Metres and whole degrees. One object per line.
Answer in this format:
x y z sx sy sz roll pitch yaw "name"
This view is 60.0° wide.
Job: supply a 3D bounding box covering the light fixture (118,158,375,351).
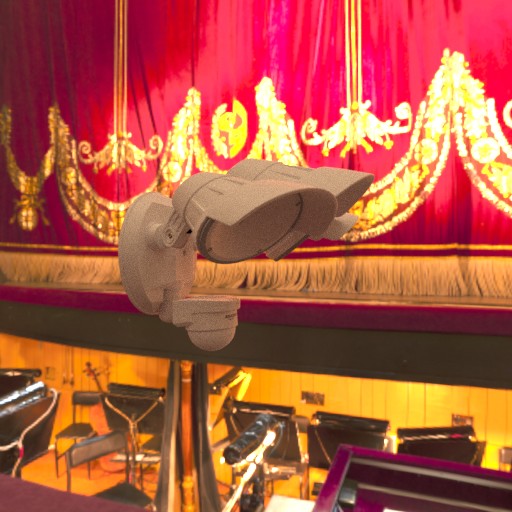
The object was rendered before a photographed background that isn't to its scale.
0.000 0.000 0.538 0.278 0.237 0.369 0 0 19 "light fixture"
